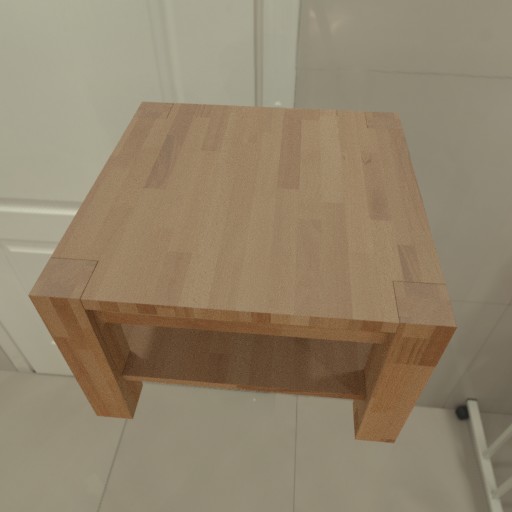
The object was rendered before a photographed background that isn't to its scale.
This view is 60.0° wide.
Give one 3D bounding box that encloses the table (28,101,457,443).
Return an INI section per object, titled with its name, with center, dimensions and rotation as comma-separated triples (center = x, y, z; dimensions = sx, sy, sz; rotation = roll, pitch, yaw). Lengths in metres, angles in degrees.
[table]
center = 0.000, 0.000, 1.123
dimensions = 0.700, 0.451, 0.700
rotation = 4, 45, 4
